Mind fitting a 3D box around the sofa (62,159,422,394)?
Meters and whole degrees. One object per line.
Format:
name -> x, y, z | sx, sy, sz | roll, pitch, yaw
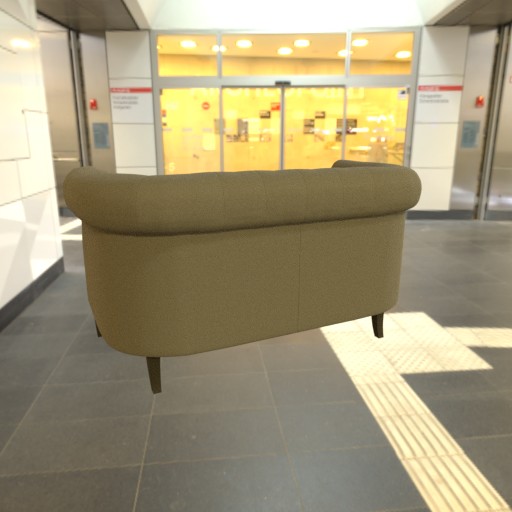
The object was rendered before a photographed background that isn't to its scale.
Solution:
sofa -> 0.000, 0.000, 2.045 | 1.558, 0.827, 0.835 | -7, 17, -25
